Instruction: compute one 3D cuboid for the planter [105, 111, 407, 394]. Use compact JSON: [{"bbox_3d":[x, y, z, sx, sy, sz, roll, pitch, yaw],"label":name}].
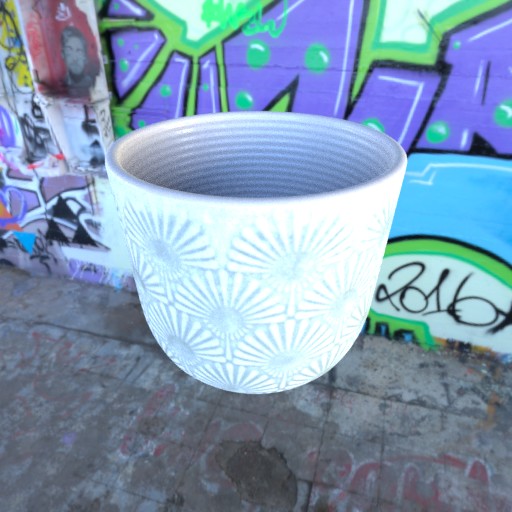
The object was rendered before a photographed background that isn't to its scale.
[{"bbox_3d":[0.000,0.000,0.296,0.170,0.152,0.170,0,31,0],"label":"planter"}]
